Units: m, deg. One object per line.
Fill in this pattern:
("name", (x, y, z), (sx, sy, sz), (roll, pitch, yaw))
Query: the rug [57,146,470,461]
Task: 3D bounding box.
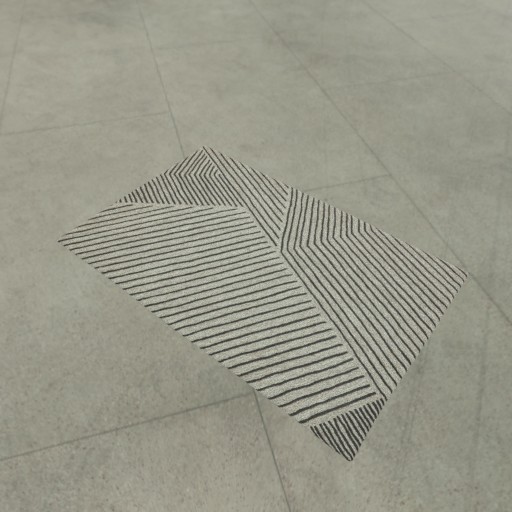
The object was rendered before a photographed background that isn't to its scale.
("rug", (0.000, 0.000, 3.039), (2.406, 0.023, 1.539), (30, 54, 25))
